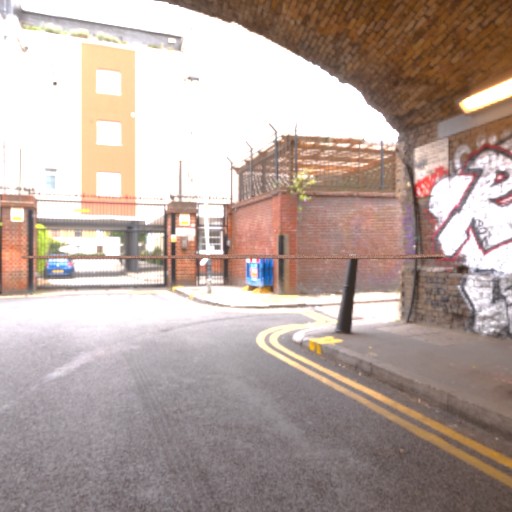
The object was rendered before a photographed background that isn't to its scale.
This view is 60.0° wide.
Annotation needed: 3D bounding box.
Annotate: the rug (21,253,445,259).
[{"bbox_3d":[0.000,0.000,4.102,3.052,0.043,2.453,0,0,19],"label":"rug"}]
